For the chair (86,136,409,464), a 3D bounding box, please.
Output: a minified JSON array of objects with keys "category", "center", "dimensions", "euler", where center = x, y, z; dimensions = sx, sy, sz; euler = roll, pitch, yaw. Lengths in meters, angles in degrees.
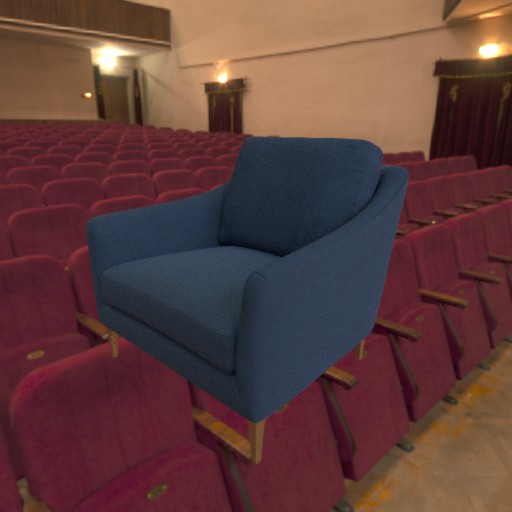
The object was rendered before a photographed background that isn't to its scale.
[{"category":"chair","center":[0.000,0.000,1.750],"dimensions":[0.961,0.899,0.987],"euler":[-15,22,-42]}]
